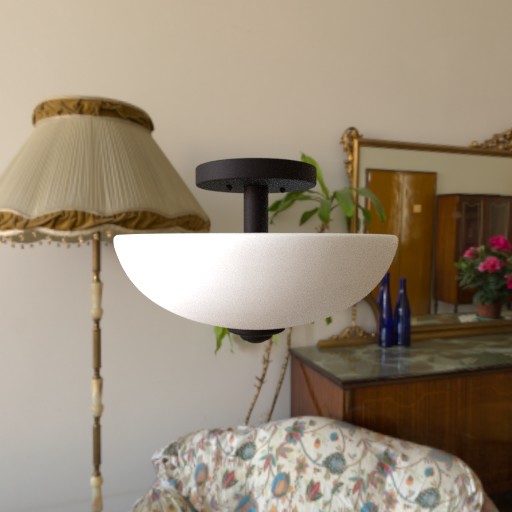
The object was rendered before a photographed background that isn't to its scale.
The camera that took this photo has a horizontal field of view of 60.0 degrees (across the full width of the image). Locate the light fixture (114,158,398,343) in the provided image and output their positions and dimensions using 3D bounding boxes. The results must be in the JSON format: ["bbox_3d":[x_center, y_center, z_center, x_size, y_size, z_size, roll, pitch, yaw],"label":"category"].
[{"bbox_3d":[0.000,0.000,0.542,0.331,0.212,0.331,0,2,0],"label":"light fixture"}]
